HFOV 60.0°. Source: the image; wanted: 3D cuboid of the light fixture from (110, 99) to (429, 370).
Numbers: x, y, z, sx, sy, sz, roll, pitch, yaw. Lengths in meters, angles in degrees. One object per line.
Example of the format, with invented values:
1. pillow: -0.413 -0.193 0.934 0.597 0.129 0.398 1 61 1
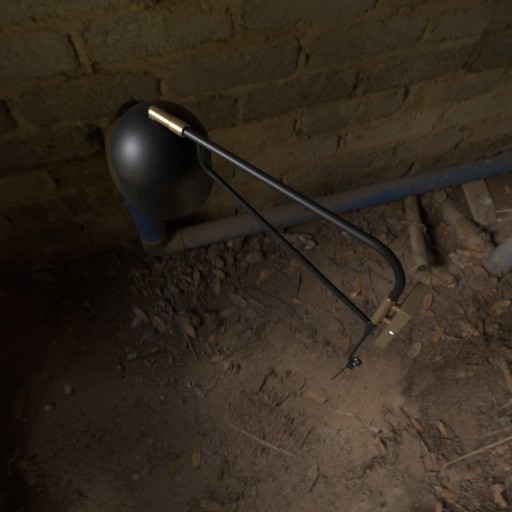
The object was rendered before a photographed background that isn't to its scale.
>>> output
1. light fixture: 0.000 0.000 1.085 0.720 0.696 0.215 32 67 15
